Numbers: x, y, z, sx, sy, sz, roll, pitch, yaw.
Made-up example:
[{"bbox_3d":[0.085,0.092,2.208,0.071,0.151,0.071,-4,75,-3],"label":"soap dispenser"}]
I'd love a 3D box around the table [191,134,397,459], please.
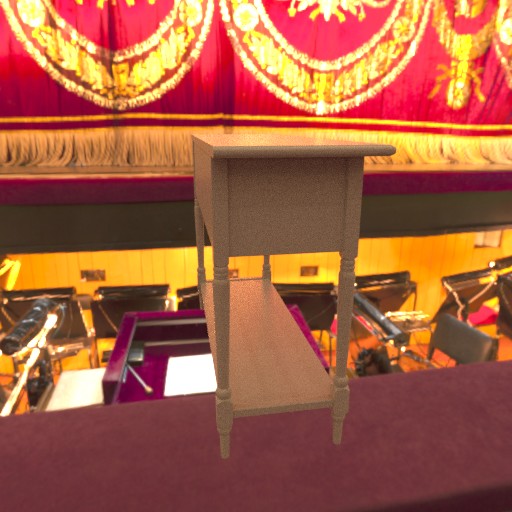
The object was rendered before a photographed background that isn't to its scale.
[{"bbox_3d":[0.000,0.000,1.567,0.384,0.808,1.197,-3,17,-10],"label":"table"}]
